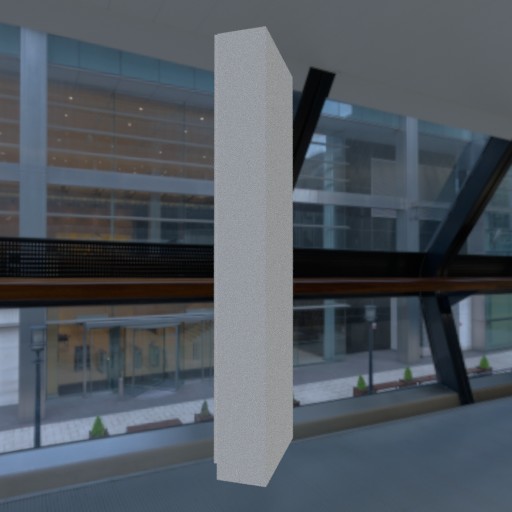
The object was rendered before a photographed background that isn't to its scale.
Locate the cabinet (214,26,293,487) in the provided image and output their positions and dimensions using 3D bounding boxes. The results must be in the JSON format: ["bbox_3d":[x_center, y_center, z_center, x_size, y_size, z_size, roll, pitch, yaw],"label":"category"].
[{"bbox_3d":[0.000,0.000,1.995,0.230,1.790,0.500,0,-1,17],"label":"cabinet"}]
